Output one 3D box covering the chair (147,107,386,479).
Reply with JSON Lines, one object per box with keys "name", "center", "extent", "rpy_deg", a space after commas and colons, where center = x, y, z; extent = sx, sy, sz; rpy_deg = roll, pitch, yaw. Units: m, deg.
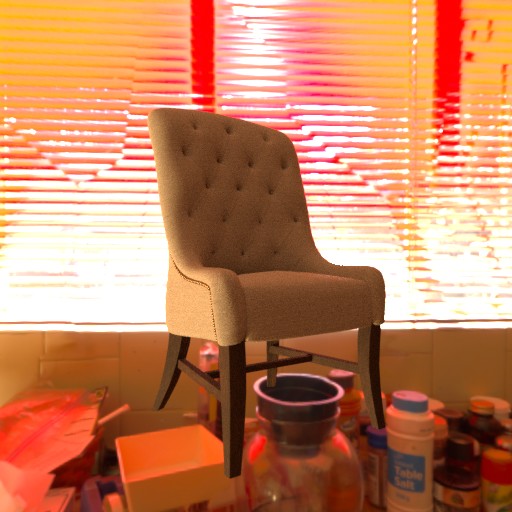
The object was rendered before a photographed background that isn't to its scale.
{"name": "chair", "center": [0.000, 0.000, 1.502], "extent": [0.634, 1.091, 0.629], "rpy_deg": [0, 0, -34]}
